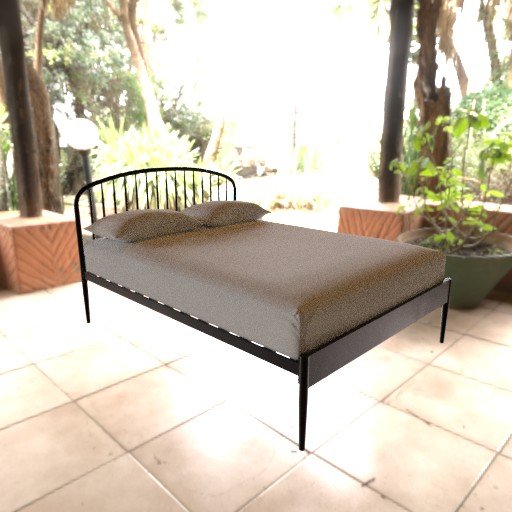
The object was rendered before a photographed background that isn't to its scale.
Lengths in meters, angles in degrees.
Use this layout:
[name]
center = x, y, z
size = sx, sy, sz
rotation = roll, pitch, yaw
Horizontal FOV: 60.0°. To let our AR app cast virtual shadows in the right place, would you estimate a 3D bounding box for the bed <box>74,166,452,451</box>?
[bed]
center = 0.000, 0.000, 3.148
size = 2.159, 1.166, 1.618
rotation = 13, 19, 43
